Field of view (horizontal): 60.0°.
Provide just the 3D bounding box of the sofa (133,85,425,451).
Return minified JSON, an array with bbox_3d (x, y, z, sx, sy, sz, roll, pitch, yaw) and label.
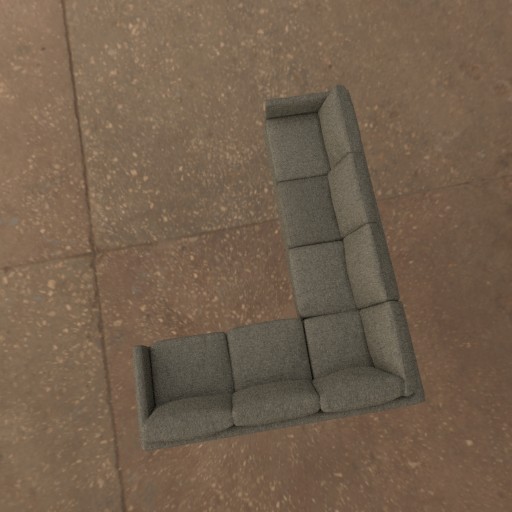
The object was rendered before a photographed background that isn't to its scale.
[{"bbox_3d":[0.000,0.000,4.535,2.593,0.947,3.302,-9,76,-2],"label":"sofa"}]
